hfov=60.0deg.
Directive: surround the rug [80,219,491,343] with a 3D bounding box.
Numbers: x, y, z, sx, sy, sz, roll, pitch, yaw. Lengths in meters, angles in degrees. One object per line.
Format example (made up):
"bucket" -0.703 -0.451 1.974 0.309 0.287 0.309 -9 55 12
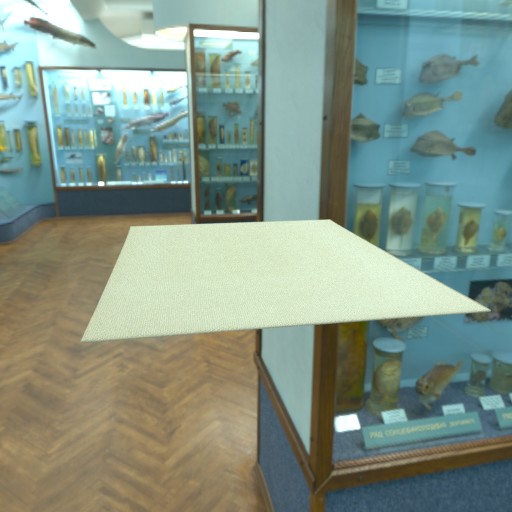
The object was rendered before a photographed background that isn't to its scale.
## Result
"rug" 0.000 0.000 3.997 2.462 0.018 3.039 -3 16 -10
